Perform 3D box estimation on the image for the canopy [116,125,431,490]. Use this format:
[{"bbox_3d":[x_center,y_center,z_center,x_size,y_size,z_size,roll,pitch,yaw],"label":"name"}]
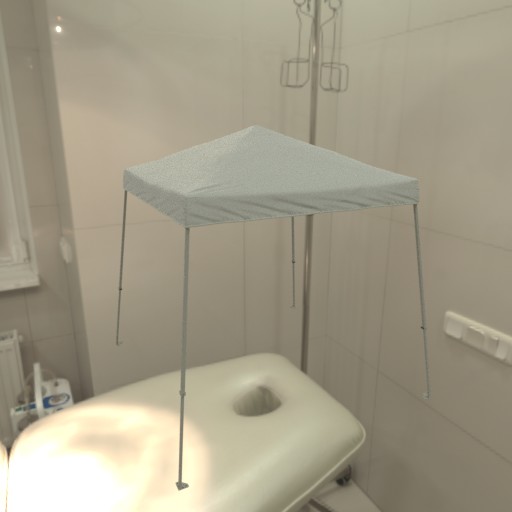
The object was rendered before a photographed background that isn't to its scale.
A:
[{"bbox_3d":[0.000,0.000,5.032,2.849,2.849,2.848,-8,18,-26],"label":"canopy"}]
